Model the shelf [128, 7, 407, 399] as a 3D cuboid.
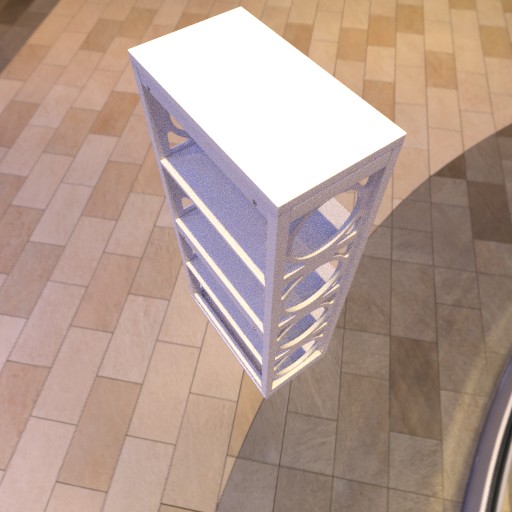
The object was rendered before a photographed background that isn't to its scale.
[{"bbox_3d":[0.000,0.000,1.599,0.340,1.411,0.611,-31,62,-18],"label":"shelf"}]
